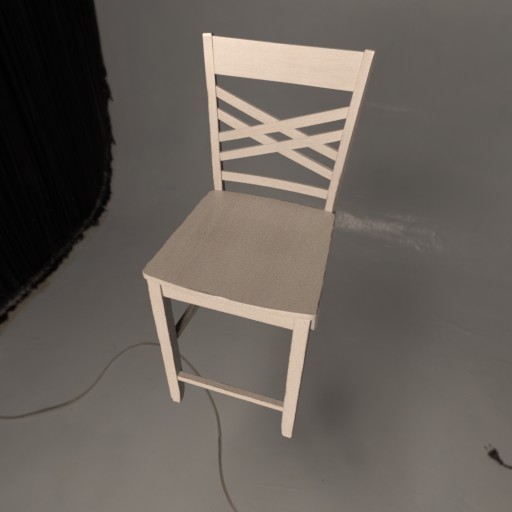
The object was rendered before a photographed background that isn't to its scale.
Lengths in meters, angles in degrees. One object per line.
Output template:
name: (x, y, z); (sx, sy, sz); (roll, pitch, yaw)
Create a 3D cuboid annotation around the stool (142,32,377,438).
stool: (0.000, 0.000, 1.334); (0.462, 1.079, 0.539); (13, 44, 13)
